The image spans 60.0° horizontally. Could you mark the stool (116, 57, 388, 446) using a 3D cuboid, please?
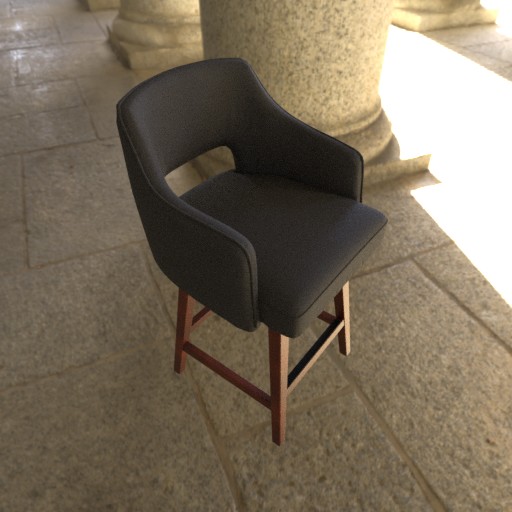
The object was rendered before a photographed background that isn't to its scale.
[{"bbox_3d":[0.000,0.000,1.242,0.558,0.912,0.548,26,47,27],"label":"stool"}]
